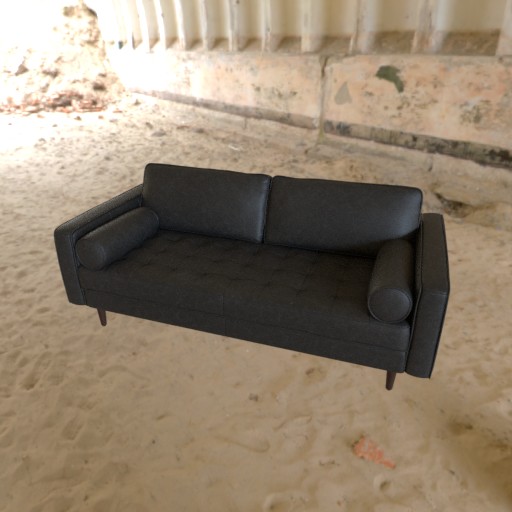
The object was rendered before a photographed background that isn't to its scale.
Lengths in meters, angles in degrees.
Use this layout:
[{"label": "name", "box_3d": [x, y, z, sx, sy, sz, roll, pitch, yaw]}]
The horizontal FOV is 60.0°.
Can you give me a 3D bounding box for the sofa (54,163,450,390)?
[{"label": "sofa", "box_3d": [0.000, 0.000, 2.381, 1.879, 0.770, 0.921, 9, 27, 17]}]
